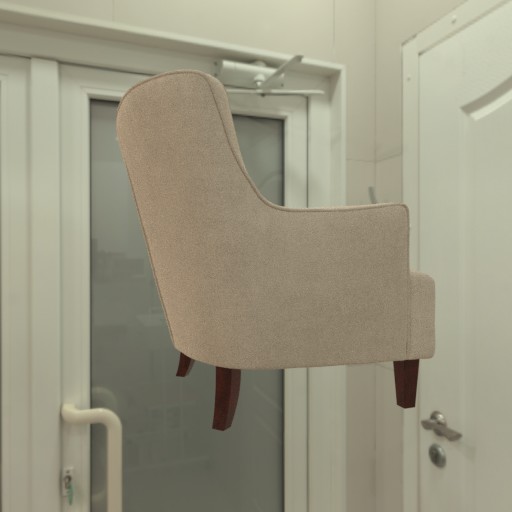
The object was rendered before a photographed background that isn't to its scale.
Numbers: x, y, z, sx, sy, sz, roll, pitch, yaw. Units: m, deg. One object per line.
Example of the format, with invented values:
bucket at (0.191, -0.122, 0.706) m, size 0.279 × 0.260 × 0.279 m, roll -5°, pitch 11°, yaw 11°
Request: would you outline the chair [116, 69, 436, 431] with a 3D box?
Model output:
chair at (0.000, 0.000, 1.515) m, size 0.910 × 0.920 × 0.781 m, roll 0°, pitch 0°, yaw -20°
